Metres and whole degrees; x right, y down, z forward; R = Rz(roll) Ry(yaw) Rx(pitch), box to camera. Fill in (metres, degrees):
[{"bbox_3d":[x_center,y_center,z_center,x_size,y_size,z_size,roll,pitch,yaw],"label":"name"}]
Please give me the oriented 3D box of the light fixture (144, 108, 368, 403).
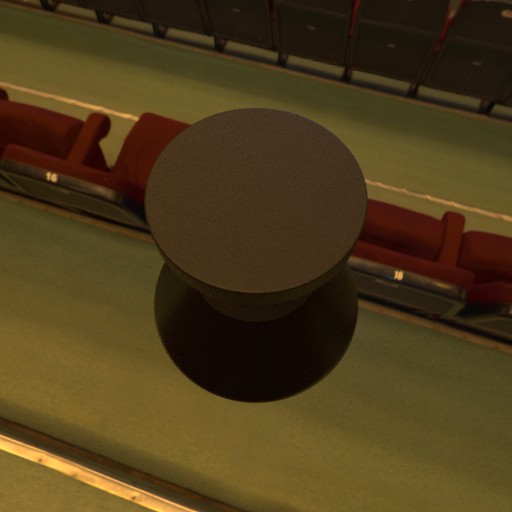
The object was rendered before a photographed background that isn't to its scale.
[{"bbox_3d":[0.000,0.000,0.357,0.200,0.183,0.200,0,63,0],"label":"light fixture"}]
